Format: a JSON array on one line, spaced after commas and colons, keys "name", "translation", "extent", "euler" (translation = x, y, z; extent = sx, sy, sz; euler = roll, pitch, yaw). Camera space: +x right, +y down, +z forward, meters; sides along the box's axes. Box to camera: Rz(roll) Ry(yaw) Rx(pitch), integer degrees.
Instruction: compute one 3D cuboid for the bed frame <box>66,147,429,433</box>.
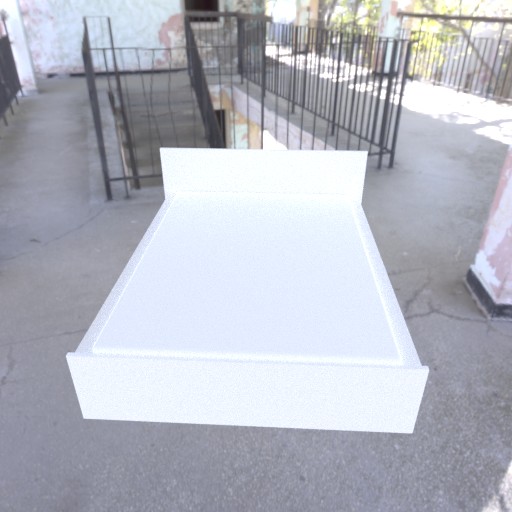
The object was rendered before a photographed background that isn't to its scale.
[{"name": "bed frame", "translation": [0.000, 0.000, 2.828], "extent": [1.622, 0.800, 1.960], "euler": [2, 30, 3]}]
